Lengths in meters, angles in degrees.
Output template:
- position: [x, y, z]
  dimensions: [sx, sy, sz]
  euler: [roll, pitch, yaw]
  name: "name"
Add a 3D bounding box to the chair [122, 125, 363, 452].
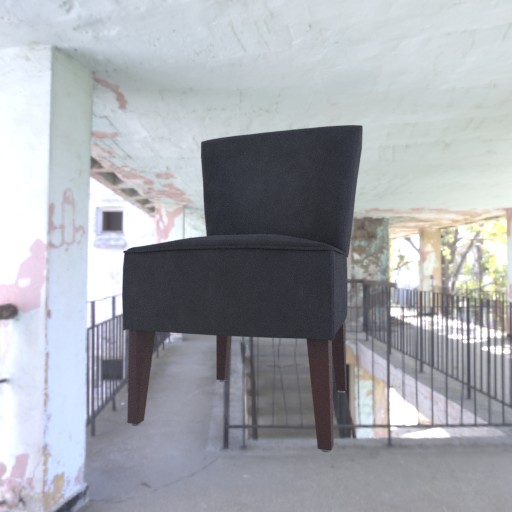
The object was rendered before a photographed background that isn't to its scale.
- position: [0.000, 0.000, 1.188]
  dimensions: [0.521, 0.806, 0.554]
  euler: [-1, -2, 19]
  name: "chair"
